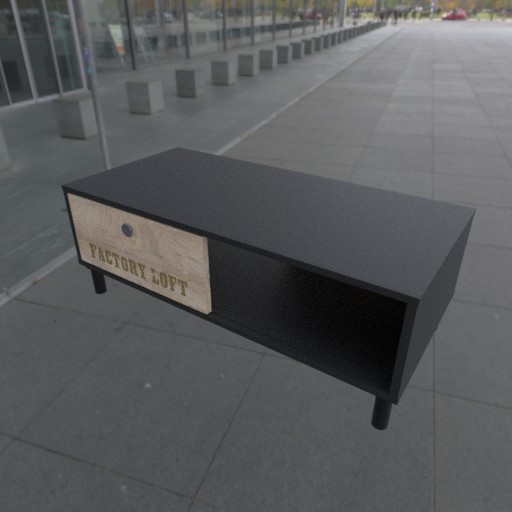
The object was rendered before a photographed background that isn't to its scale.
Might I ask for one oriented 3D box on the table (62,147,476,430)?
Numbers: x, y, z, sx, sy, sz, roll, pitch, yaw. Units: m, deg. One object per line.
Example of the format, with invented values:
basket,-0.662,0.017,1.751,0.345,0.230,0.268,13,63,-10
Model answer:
table,0.000,0.000,1.389,1.100,0.400,0.550,18,34,29
